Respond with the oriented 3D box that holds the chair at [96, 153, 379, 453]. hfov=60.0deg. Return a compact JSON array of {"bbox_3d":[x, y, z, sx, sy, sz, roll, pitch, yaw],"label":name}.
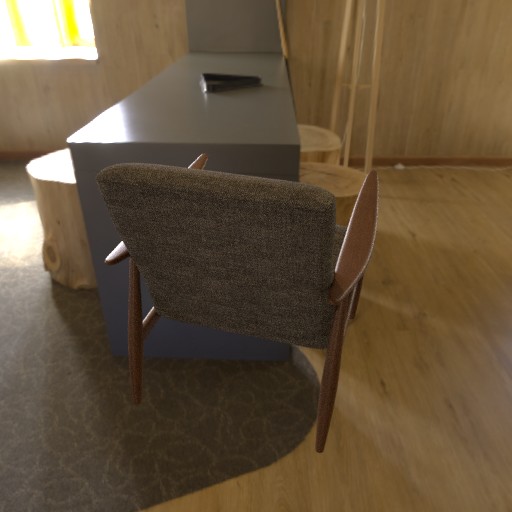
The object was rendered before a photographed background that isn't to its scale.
[{"bbox_3d":[0.000,0.000,1.473,0.741,0.832,0.798,9,33,14],"label":"chair"}]
